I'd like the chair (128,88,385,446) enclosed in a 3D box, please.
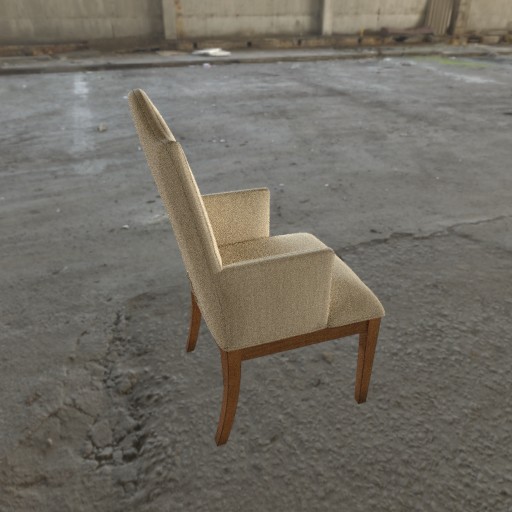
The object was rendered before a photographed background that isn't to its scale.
[{"bbox_3d":[0.000,0.000,1.383,0.641,1.016,0.533,-10,31,-17],"label":"chair"}]
